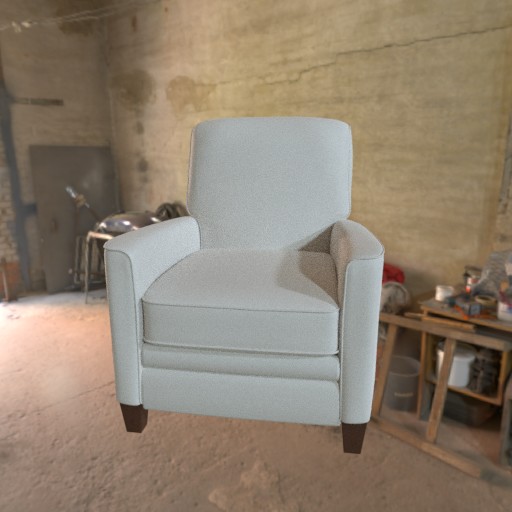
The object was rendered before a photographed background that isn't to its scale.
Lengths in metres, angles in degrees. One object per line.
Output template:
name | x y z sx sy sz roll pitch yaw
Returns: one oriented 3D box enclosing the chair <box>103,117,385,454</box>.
chair | 0.000 0.000 1.635 0.841 1.028 0.858 2 14 8
